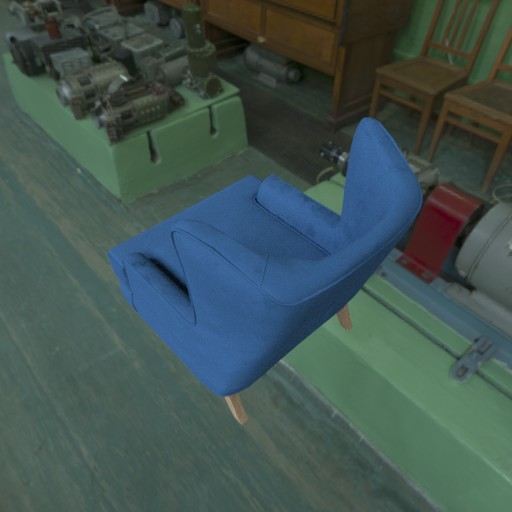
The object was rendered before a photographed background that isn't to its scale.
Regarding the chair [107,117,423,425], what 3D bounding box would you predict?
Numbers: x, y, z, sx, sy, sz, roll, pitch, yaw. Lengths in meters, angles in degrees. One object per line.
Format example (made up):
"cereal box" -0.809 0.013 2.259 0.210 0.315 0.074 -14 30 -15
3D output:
"chair" 0.000 0.000 1.652 0.793 0.952 0.910 -33 54 -28
